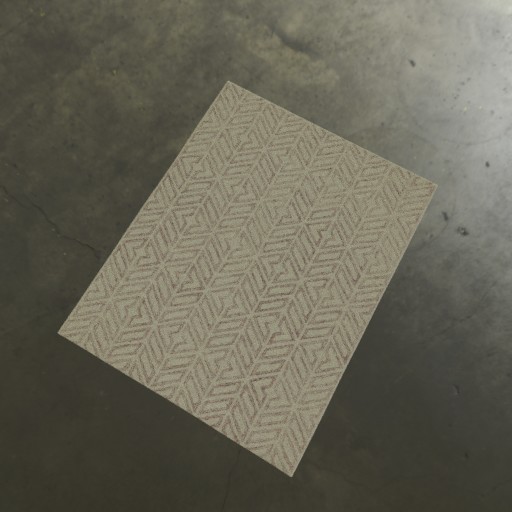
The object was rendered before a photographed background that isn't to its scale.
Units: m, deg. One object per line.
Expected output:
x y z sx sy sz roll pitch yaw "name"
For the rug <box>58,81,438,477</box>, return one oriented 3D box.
0.000 0.000 4.209 2.421 0.008 3.045 29 77 7 "rug"
